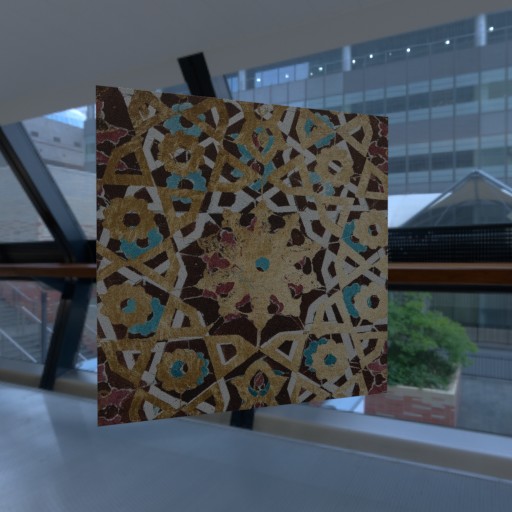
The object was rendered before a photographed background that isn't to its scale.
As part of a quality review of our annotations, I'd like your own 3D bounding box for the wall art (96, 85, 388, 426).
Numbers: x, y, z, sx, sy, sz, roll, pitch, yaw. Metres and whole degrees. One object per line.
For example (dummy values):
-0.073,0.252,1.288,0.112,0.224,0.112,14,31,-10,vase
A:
0.000,0.000,1.119,0.757,0.762,0.028,0,1,-18,wall art
